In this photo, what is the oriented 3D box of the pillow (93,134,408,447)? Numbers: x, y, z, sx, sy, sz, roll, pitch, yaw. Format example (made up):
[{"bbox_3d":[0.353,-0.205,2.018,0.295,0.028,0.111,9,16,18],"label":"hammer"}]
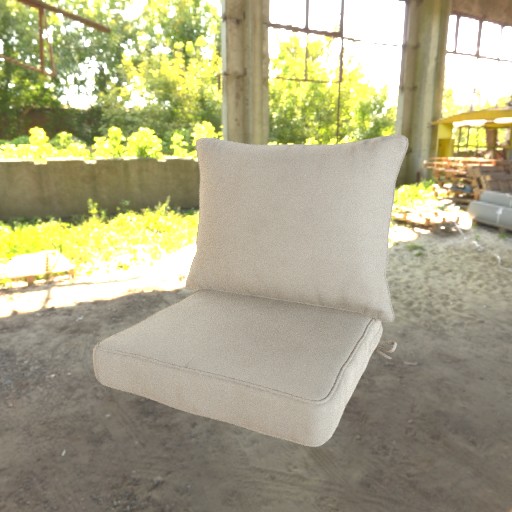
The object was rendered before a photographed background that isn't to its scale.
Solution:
[{"bbox_3d":[0.000,0.000,1.345,0.798,0.716,0.733,7,15,25],"label":"pillow"}]
